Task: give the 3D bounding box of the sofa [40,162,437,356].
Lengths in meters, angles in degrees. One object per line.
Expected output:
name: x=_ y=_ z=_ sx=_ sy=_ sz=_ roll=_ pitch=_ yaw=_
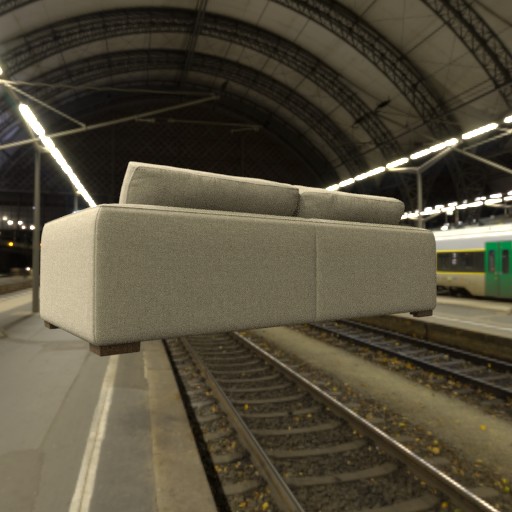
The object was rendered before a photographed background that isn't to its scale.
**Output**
sofa: x=0.000 y=0.000 z=2.724 sx=2.262 sy=0.801 sz=1.070 roll=1 pitch=-1 yaw=-36
